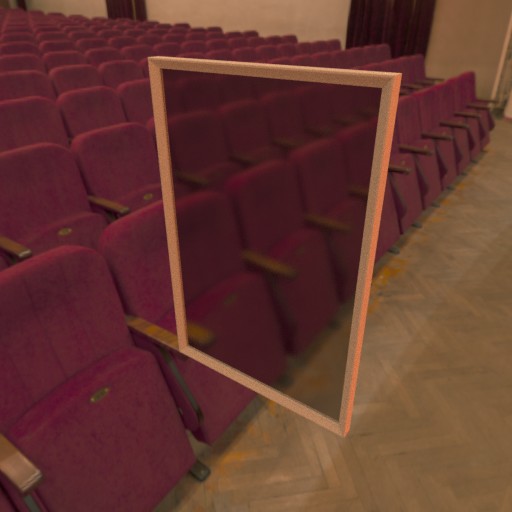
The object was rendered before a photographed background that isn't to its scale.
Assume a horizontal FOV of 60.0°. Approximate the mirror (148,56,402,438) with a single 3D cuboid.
[{"bbox_3d":[0.000,0.000,1.145,0.609,0.915,0.041,19,34,30],"label":"mirror"}]
